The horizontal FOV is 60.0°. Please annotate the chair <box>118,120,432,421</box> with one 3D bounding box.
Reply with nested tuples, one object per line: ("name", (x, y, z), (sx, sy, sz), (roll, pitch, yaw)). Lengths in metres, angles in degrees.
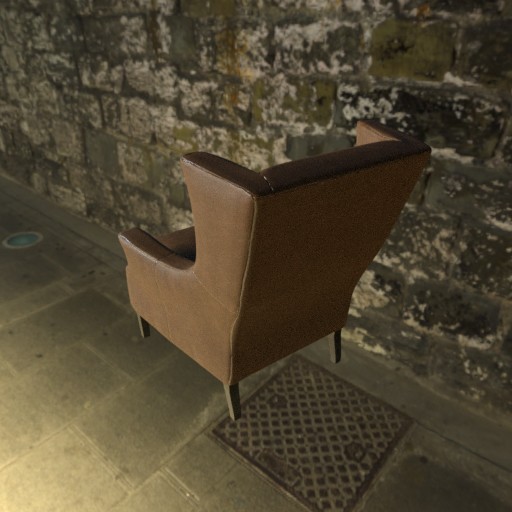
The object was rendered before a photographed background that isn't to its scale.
("chair", (0.000, 0.000, 1.730), (0.852, 1.016, 0.925), (-19, 35, -31))
